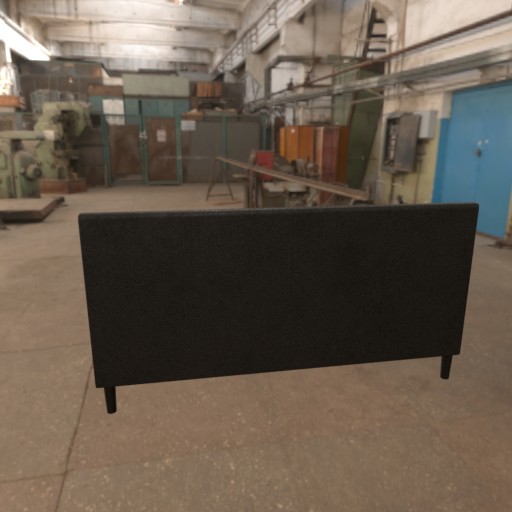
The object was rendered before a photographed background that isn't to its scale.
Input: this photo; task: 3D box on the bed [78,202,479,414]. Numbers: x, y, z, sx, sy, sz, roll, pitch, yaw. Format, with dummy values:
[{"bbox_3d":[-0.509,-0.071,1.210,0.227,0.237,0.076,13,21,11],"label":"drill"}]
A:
[{"bbox_3d":[0.000,0.000,3.316,2.018,1.046,2.152,-3,15,-10],"label":"bed"}]
